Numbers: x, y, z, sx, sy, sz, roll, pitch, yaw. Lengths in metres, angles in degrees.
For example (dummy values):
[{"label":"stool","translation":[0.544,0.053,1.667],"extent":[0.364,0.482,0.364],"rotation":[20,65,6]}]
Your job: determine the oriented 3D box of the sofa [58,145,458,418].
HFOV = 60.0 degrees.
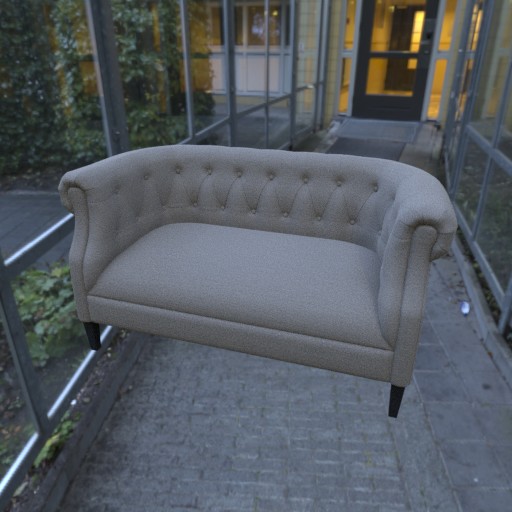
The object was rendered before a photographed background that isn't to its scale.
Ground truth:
[{"label":"sofa","translation":[0.000,0.000,2.028],"extent":[1.558,0.827,0.835],"rotation":[8,27,16]}]
